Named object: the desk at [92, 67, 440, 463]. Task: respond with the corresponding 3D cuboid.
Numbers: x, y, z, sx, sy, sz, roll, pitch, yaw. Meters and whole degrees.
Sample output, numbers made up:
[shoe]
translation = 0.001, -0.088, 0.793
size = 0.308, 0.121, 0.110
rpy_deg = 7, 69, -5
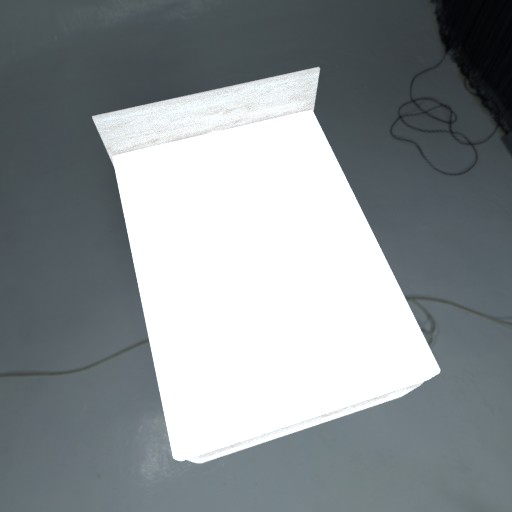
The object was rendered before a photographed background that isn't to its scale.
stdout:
[desk]
translation = 0.000, 0.000, 2.597
size = 1.400, 0.800, 1.900
rpy_deg = -15, 64, -8
